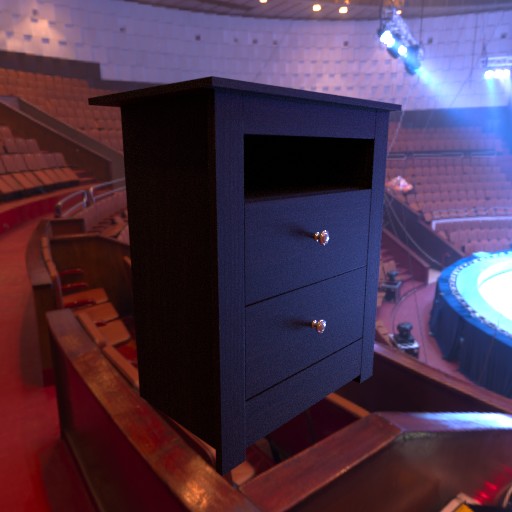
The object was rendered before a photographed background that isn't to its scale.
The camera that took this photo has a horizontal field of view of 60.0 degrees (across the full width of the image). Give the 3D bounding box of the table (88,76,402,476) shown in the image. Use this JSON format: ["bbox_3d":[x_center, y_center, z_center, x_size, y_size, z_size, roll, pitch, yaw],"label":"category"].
[{"bbox_3d":[0.000,0.000,1.076,0.406,0.711,0.591,13,18,43],"label":"table"}]
